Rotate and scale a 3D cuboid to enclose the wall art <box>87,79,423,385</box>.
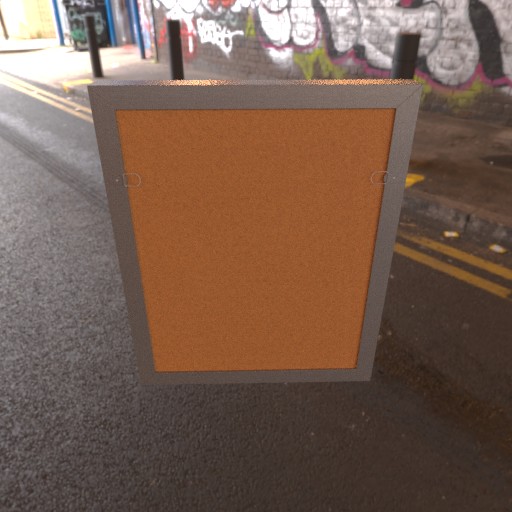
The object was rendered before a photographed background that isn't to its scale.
[{"bbox_3d":[0.000,0.000,0.513,0.308,0.379,0.030,-1,30,-1],"label":"wall art"}]
